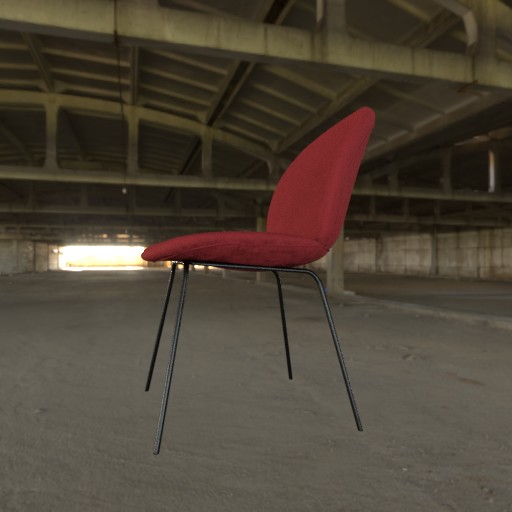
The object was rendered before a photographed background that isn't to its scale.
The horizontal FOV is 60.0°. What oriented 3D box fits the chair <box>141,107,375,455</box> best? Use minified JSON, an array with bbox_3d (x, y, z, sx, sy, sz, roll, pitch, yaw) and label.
[{"bbox_3d":[0.000,0.000,1.167,0.587,0.791,0.458,0,0,-16],"label":"chair"}]
